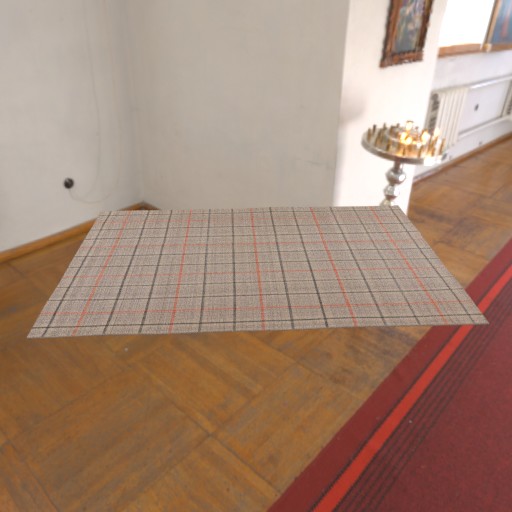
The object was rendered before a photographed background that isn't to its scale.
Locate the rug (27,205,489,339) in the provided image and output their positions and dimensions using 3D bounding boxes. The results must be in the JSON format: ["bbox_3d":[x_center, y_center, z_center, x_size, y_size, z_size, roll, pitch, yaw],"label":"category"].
[{"bbox_3d":[0.000,0.000,2.983,2.439,0.015,1.524,-1,31,-2],"label":"rug"}]
